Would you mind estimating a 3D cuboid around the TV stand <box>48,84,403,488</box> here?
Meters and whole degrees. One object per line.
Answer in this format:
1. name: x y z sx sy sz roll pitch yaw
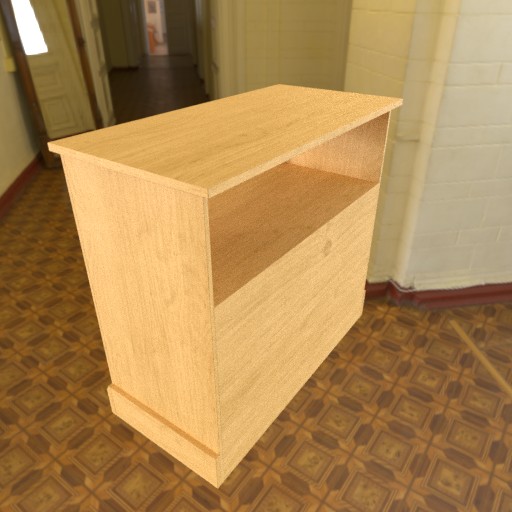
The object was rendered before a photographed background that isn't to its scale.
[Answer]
1. TV stand: 0.000 0.000 1.280 0.430 0.787 0.851 20 36 30
